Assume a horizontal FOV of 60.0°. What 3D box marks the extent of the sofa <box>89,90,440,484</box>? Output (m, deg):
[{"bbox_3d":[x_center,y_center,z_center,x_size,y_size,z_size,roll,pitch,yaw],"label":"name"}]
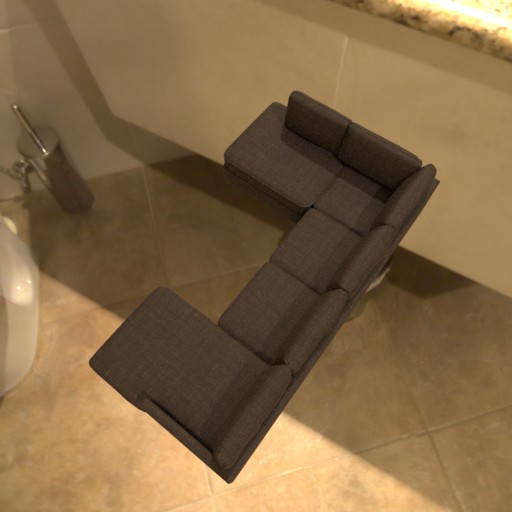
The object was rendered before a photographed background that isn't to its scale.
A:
[{"bbox_3d":[0.000,0.000,4.266,2.048,0.999,3.423,34,69,15],"label":"sofa"}]
